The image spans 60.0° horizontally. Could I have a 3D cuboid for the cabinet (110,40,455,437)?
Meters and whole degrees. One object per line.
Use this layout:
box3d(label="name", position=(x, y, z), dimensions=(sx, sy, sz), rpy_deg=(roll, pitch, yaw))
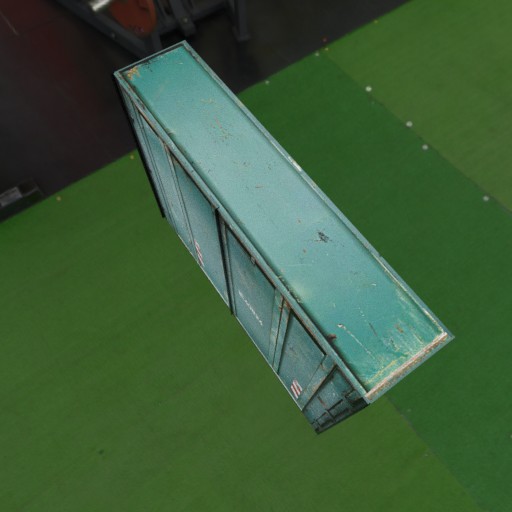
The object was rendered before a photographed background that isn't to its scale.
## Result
box3d(label="cabinet", position=(0.000, 0.000, 3.950), dimensions=(0.680, 2.160, 3.001), rpy_deg=(-32, 68, -14))
